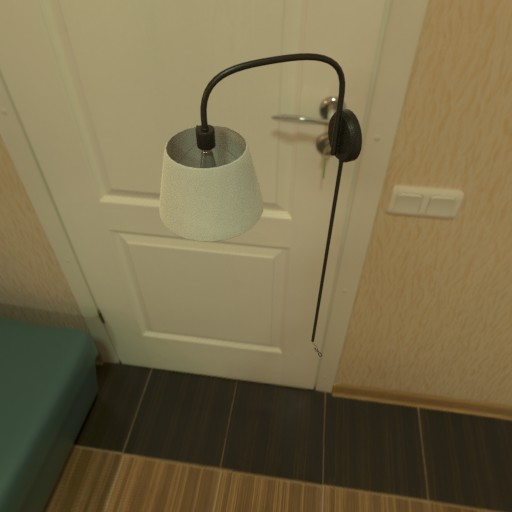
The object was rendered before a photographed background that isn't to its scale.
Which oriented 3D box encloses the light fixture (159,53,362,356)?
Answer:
[{"bbox_3d":[0.000,0.000,0.459,0.176,0.399,0.092,-15,47,-14],"label":"light fixture"}]
